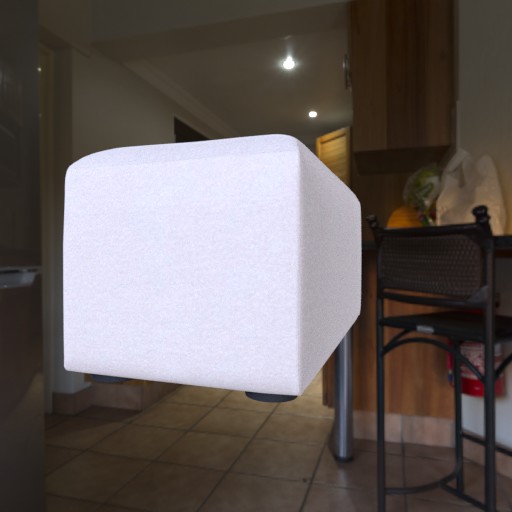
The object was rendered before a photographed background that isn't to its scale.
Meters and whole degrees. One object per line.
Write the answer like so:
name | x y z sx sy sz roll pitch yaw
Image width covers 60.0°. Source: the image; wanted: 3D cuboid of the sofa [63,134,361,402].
sofa | 0.000 0.000 1.199 0.480 0.470 0.930 0 1 19
